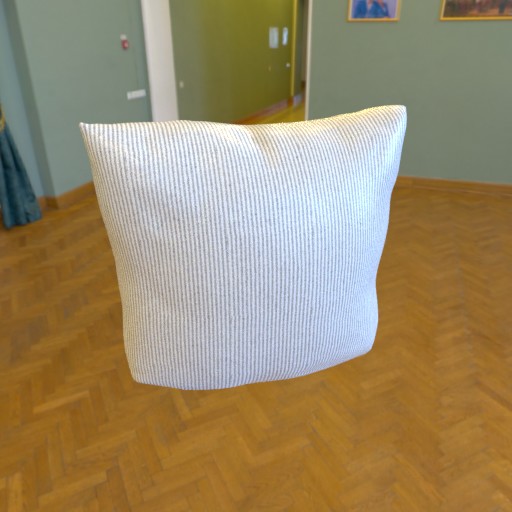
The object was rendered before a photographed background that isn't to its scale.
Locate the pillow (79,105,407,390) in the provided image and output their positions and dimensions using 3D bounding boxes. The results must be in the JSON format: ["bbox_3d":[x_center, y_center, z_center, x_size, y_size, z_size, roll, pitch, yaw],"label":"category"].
[{"bbox_3d":[0.000,0.000,0.683,0.387,0.432,0.310,8,27,16],"label":"pillow"}]
